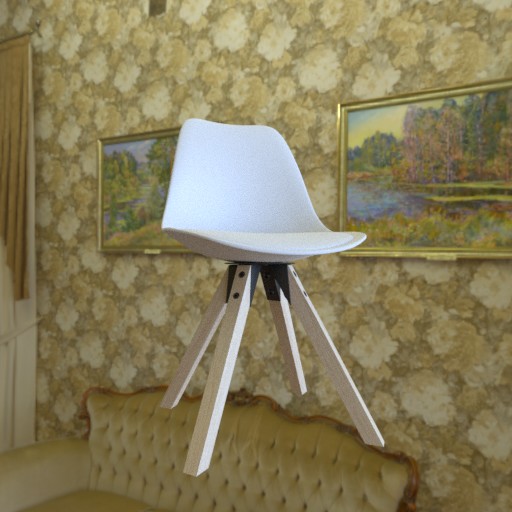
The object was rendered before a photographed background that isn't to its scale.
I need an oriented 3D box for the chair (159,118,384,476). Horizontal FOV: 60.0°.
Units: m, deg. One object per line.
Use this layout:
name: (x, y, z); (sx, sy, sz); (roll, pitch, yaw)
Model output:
chair: (0.000, 0.000, 1.152); (0.485, 0.850, 0.550); (0, -1, -19)
